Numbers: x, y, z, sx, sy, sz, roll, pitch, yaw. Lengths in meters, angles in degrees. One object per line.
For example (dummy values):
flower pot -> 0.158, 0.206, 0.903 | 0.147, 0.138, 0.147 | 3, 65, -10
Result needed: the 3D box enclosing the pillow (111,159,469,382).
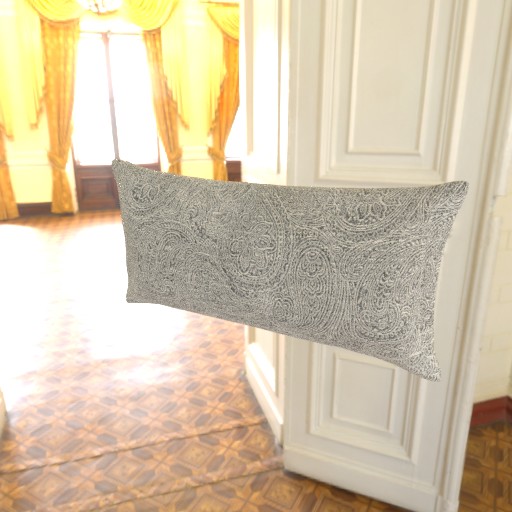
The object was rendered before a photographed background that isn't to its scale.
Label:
pillow -> 0.000, 0.000, 0.746 | 0.615, 0.295, 0.151 | 9, 20, 27
